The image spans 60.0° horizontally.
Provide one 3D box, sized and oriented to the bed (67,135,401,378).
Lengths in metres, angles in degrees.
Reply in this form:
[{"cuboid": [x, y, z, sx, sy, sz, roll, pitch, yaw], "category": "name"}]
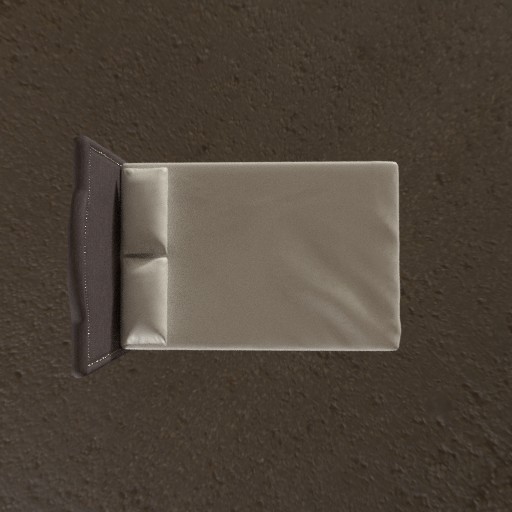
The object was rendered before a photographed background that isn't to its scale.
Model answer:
[{"cuboid": [0.000, 0.000, 3.650, 2.507, 1.441, 1.741, 0, 89, 2], "category": "bed"}]
